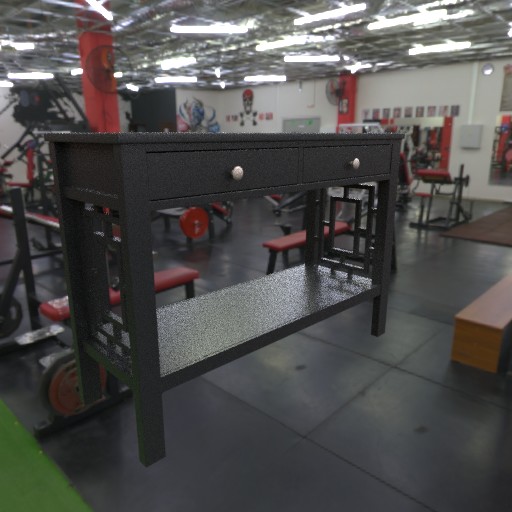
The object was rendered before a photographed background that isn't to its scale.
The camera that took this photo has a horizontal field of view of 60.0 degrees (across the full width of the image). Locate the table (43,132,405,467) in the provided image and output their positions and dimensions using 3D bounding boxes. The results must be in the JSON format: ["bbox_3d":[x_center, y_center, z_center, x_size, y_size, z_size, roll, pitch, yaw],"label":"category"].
[{"bbox_3d":[0.000,0.000,1.407,1.068,0.753,0.397,-14,21,-42],"label":"table"}]
